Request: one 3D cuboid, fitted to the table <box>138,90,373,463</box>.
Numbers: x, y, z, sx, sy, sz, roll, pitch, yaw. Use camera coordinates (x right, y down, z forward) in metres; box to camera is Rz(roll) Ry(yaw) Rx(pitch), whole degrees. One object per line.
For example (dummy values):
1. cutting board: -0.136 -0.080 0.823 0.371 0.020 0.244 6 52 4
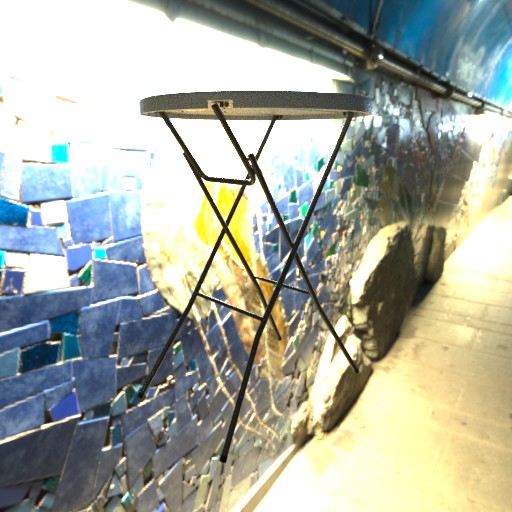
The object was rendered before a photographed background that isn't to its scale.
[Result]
1. table: 0.000 0.000 1.682 0.795 1.105 0.792 -14 20 -42
